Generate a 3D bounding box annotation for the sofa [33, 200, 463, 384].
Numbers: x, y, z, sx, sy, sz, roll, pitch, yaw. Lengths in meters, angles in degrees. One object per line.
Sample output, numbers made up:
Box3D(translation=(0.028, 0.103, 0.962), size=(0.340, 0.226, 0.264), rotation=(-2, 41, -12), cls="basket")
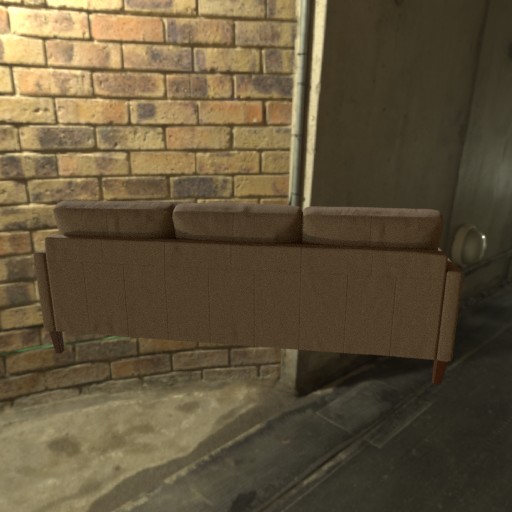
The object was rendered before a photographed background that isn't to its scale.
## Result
Box3D(translation=(0.000, 0.000, 2.941), size=(2.178, 0.875, 1.506), rotation=(2, 15, 9), cls="sofa")
